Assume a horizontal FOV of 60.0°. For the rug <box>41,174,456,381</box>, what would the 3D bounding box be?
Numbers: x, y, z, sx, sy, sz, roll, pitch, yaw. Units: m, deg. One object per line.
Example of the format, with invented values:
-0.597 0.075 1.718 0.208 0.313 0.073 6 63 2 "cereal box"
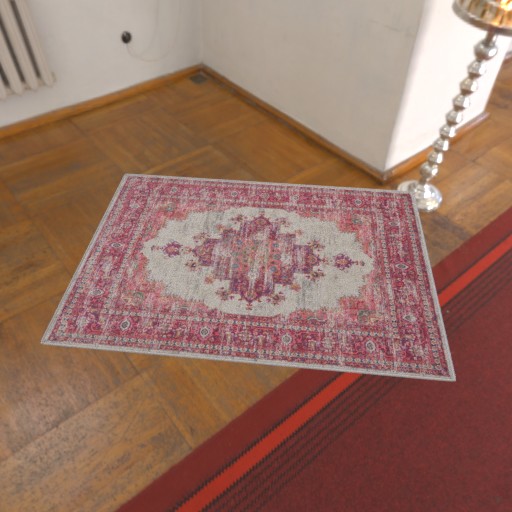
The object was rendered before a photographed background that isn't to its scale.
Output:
0.000 0.000 2.884 2.232 0.011 1.555 4 47 4 "rug"
